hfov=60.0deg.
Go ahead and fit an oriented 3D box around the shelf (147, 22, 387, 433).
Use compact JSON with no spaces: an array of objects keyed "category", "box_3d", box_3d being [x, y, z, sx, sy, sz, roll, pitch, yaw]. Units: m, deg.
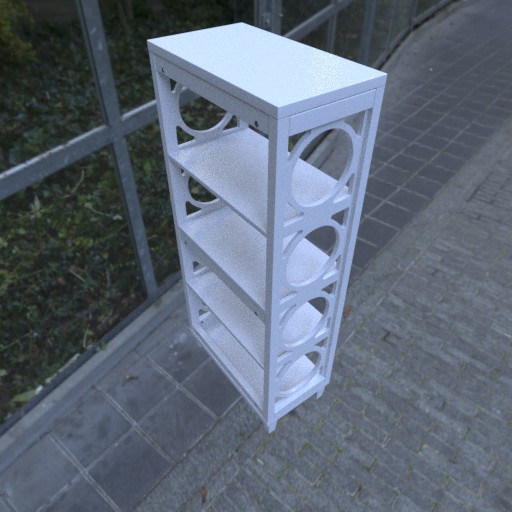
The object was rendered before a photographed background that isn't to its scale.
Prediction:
[{"category":"shelf","box_3d":[0.000,0.000,1.639,0.340,1.411,0.611,-26,47,-27]}]
